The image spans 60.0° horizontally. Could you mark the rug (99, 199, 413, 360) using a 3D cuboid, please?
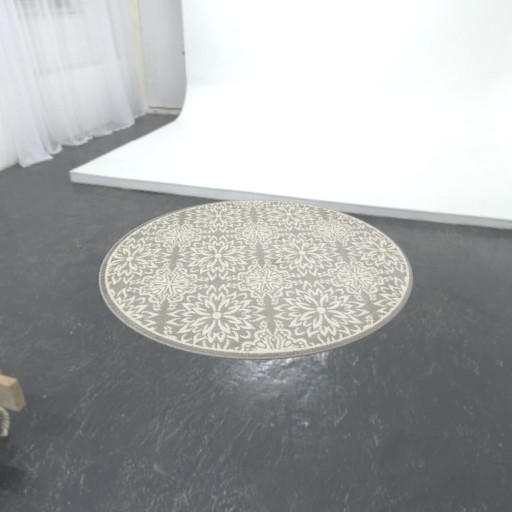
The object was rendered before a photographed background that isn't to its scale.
[{"bbox_3d":[0.000,0.000,2.350,1.593,0.012,1.593,0,29,0],"label":"rug"}]
